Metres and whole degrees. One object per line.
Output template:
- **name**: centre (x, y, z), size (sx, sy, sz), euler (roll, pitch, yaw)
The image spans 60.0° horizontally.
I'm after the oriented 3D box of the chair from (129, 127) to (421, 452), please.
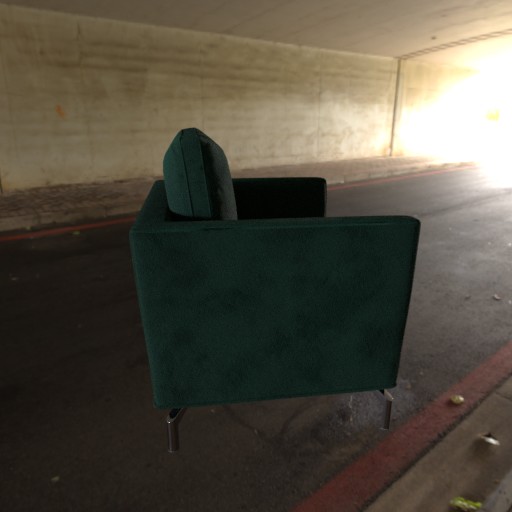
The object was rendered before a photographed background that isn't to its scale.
- **chair**: centre (0.000, 0.000, 1.808), size (0.852, 0.997, 1.047), euler (-3, 17, -8)
